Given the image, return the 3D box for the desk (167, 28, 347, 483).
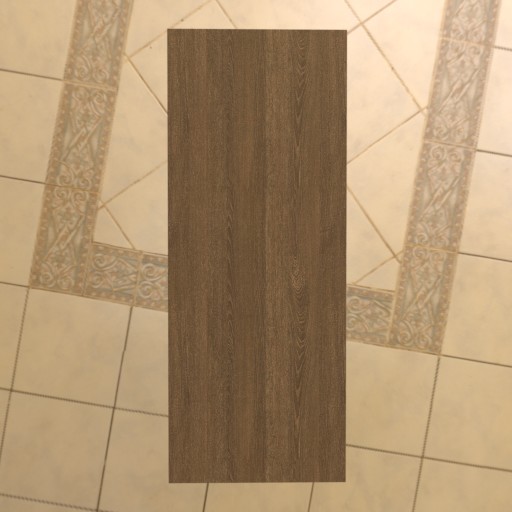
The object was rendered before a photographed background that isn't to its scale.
[{"bbox_3d":[0.000,0.000,1.869,0.600,0.760,1.524,0,91,-1],"label":"desk"}]
